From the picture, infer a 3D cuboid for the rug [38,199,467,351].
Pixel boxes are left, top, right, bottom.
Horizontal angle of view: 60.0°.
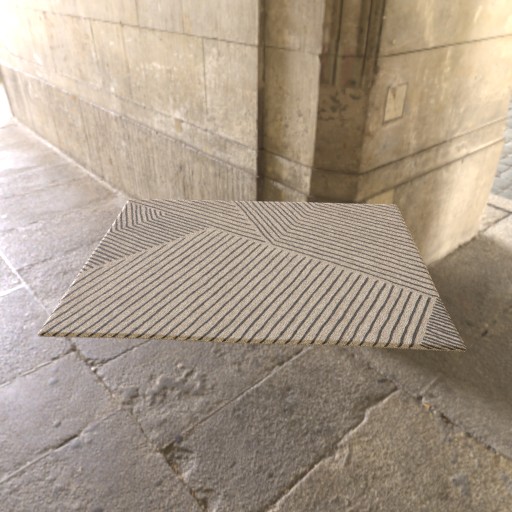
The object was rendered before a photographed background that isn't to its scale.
[{"bbox_3d":[0.000,0.000,3.278,2.449,0.028,1.829,2,33,2],"label":"rug"}]
